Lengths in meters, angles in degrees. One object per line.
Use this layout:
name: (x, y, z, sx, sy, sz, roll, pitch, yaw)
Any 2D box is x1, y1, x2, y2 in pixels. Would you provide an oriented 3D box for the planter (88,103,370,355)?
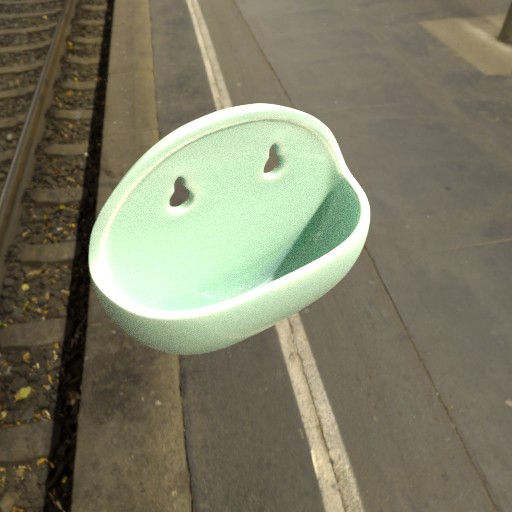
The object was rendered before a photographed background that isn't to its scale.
planter: (0.000, 0.000, 0.276, 0.189, 0.164, 0.073, -24, 50, -22)
